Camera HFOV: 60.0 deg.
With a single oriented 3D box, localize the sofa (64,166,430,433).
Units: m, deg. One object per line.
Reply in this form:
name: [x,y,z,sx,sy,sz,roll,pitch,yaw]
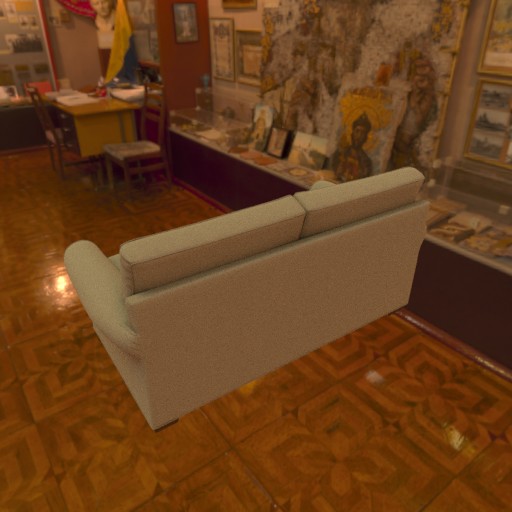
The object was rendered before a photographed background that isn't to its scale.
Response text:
sofa: [0.000,0.000,2.529,1.930,0.952,0.940,-18,34,-30]
